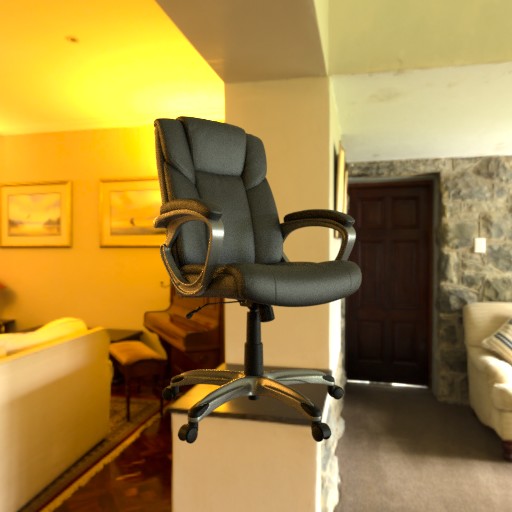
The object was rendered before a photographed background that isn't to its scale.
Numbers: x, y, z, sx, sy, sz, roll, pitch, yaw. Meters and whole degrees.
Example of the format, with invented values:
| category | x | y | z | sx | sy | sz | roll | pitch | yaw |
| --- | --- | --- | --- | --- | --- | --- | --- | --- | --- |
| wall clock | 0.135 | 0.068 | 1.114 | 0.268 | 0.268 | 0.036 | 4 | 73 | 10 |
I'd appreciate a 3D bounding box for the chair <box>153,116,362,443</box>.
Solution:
| category | x | y | z | sx | sy | sz | roll | pitch | yaw |
| --- | --- | --- | --- | --- | --- | --- | --- | --- | --- |
| chair | 0.000 | 0.000 | 1.624 | 0.721 | 1.130 | 0.719 | 0 | 1 | -36 |
